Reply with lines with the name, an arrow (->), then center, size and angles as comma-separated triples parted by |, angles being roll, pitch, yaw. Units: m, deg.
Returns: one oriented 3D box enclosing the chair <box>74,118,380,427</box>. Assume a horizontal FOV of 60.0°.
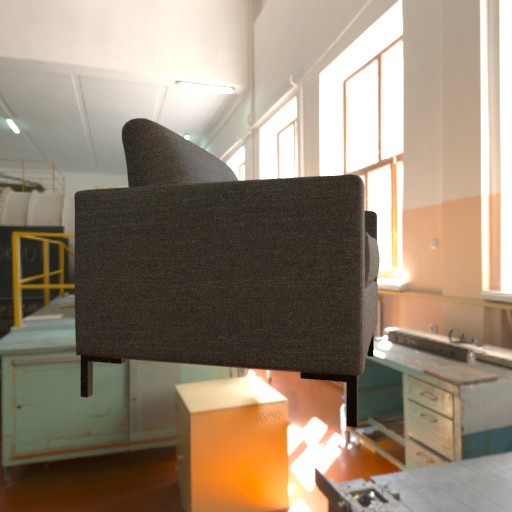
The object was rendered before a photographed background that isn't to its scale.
chair -> 0.000, 0.000, 1.600 | 0.845, 0.841, 0.940 | 0, -1, 18
